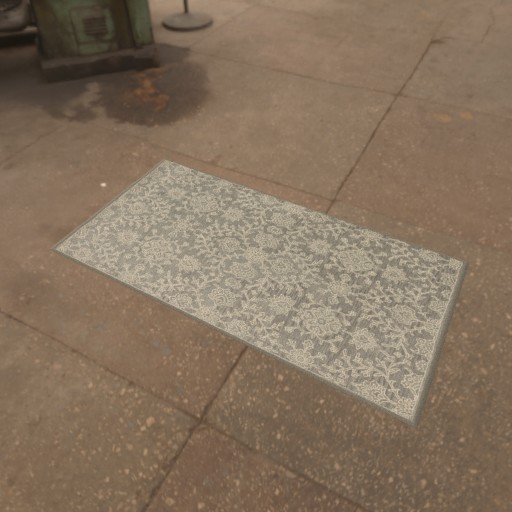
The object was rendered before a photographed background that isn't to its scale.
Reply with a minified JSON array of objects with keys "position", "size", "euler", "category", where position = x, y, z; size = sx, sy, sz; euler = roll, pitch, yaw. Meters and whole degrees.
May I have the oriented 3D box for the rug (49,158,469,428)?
[{"position":[0.000,0.000,3.604],"size":[3.048,0.011,1.546],"euler":[22,50,20],"category":"rug"}]
